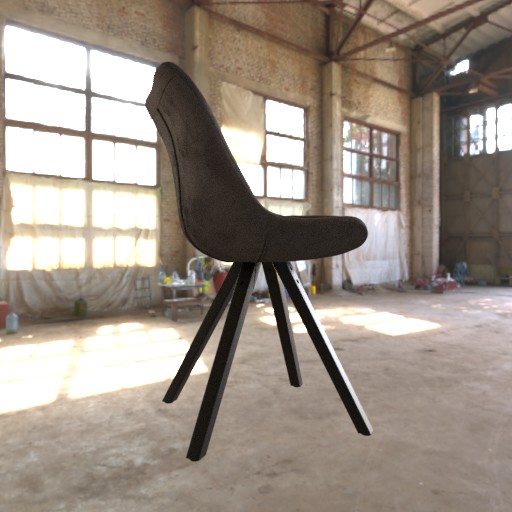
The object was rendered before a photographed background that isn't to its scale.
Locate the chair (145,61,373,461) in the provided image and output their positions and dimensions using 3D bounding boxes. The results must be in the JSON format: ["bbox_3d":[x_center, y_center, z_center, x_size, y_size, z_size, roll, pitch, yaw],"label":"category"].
[{"bbox_3d":[0.000,0.000,1.171,0.550,0.850,0.476,0,1,-20],"label":"chair"}]
